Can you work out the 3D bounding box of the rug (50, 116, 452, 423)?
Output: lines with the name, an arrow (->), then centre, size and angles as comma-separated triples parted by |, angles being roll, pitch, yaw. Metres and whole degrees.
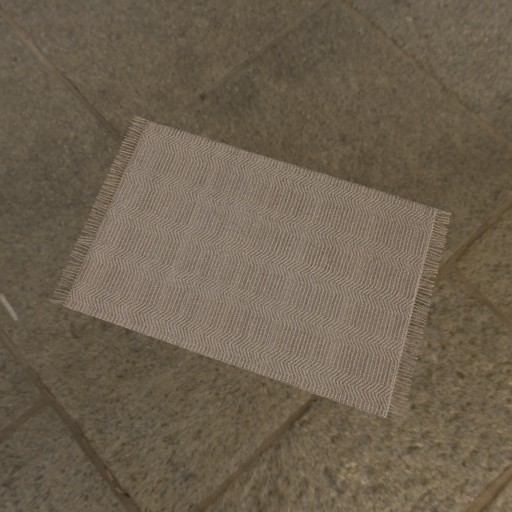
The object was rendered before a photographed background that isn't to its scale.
rug -> 0.000, 0.000, 3.147 | 2.523, 0.034, 1.528 | 18, 76, 5
